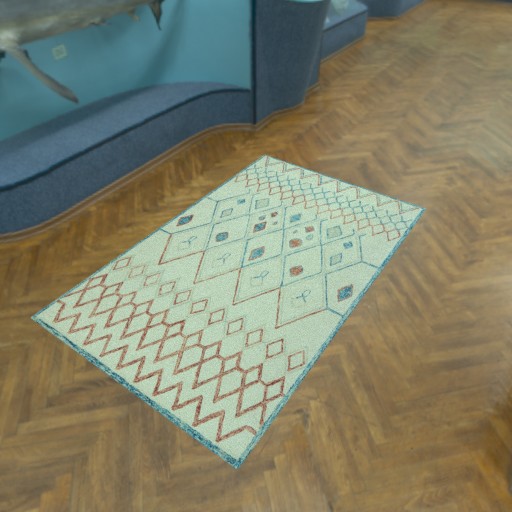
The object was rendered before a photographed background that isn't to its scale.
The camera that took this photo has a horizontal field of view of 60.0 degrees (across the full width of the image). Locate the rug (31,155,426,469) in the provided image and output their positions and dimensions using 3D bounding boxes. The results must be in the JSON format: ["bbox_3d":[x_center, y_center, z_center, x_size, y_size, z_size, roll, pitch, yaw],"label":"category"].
[{"bbox_3d":[0.000,0.000,3.028,1.524,0.015,2.438,25,47,26],"label":"rug"}]
